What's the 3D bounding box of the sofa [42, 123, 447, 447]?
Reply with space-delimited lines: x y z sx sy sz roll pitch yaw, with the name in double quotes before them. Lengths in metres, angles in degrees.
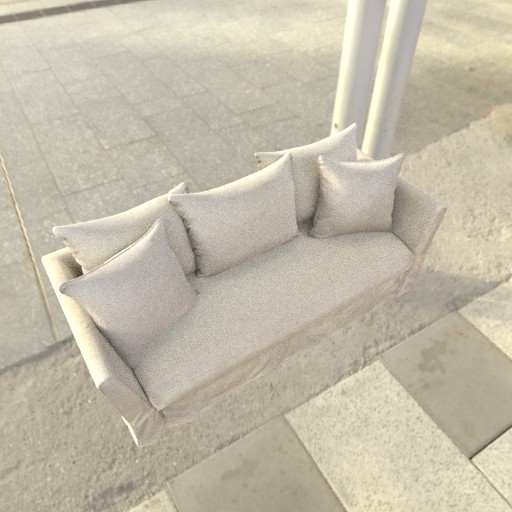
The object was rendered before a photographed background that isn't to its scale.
"sofa" 0.000 0.000 2.817 2.290 1.034 1.031 -25 50 -23
